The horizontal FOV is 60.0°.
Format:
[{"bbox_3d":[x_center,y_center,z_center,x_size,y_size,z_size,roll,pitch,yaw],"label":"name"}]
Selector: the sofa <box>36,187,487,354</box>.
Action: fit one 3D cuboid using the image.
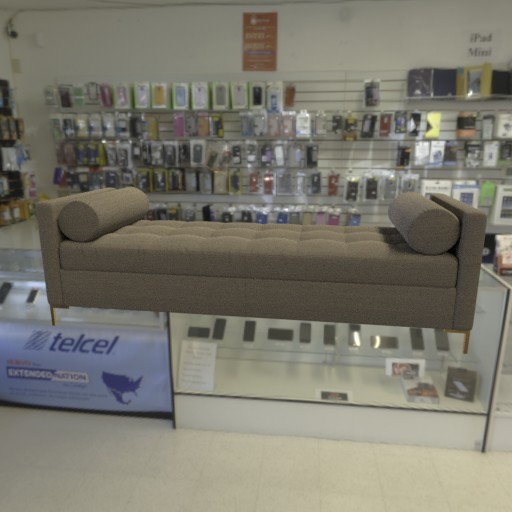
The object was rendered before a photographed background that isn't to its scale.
[{"bbox_3d":[0.000,0.000,2.309,1.981,0.635,0.686,2,15,9],"label":"sofa"}]
